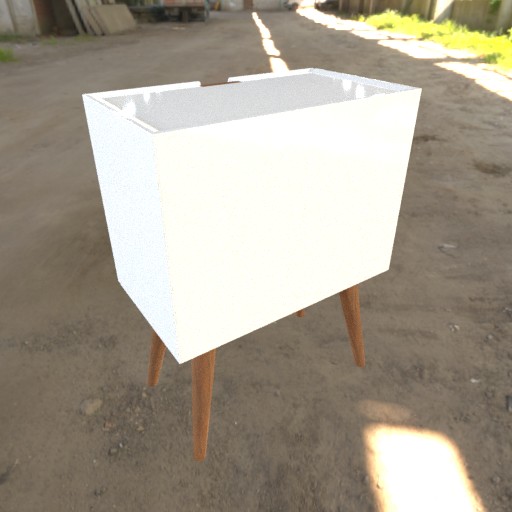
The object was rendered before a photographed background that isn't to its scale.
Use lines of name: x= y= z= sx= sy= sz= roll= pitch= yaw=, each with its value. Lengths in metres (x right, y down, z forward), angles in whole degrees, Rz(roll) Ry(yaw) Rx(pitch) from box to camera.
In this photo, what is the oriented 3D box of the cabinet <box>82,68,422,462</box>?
cabinet: x=0.000 y=0.000 z=1.086 sx=0.591 sy=0.772 sz=0.344 roll=-20 pitch=36 yaw=-29
